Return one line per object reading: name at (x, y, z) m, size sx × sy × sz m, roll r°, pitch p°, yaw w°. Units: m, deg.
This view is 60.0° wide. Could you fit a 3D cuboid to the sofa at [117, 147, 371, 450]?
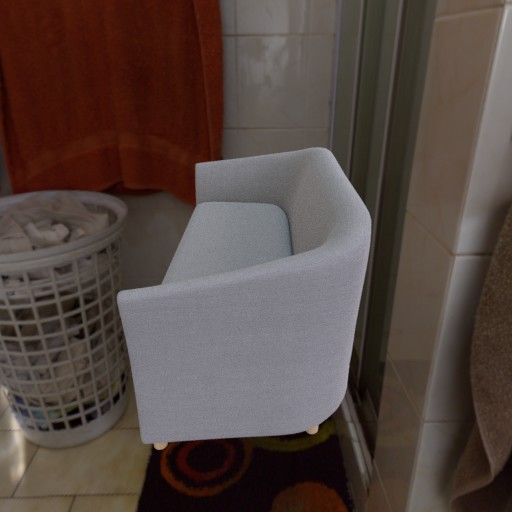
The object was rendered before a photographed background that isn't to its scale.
sofa at (0.000, 0.000, 1.868) m, size 0.705 × 0.721 × 1.452 m, roll 0°, pitch 25°, yaw 1°
